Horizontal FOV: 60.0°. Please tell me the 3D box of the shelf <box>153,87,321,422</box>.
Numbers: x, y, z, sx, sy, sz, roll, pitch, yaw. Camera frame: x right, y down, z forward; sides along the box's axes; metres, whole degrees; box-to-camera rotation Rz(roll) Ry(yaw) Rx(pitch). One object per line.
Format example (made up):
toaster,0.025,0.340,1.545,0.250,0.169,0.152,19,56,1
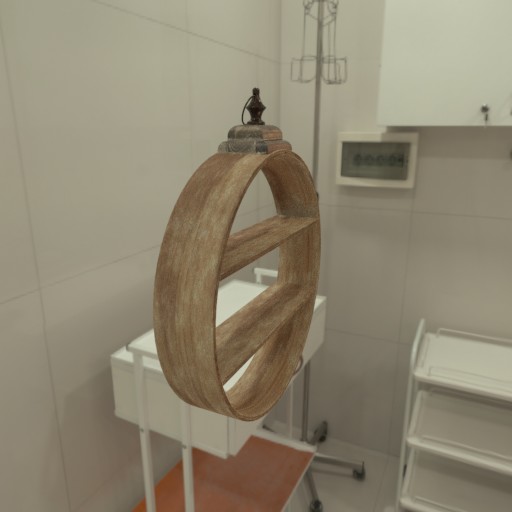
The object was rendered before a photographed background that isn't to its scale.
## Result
shelf,0.000,0.000,1.017,0.125,0.725,0.601,7,18,24
